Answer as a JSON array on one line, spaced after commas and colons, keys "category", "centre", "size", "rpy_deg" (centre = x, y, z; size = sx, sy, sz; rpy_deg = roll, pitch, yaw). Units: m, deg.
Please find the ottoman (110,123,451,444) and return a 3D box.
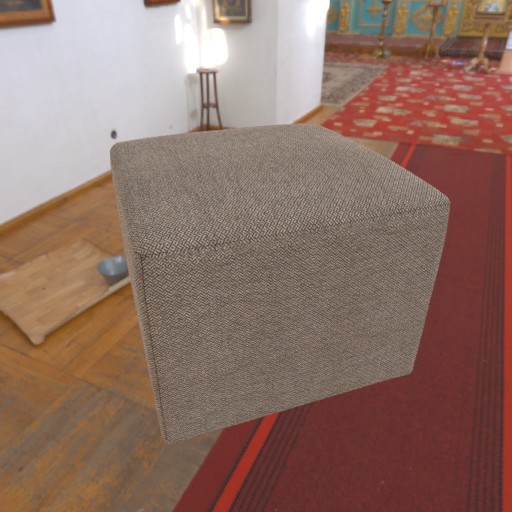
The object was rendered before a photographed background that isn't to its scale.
[{"category": "ottoman", "centre": [0.000, 0.000, 0.940], "size": [0.519, 0.453, 0.512], "rpy_deg": [-10, 33, -17]}]
